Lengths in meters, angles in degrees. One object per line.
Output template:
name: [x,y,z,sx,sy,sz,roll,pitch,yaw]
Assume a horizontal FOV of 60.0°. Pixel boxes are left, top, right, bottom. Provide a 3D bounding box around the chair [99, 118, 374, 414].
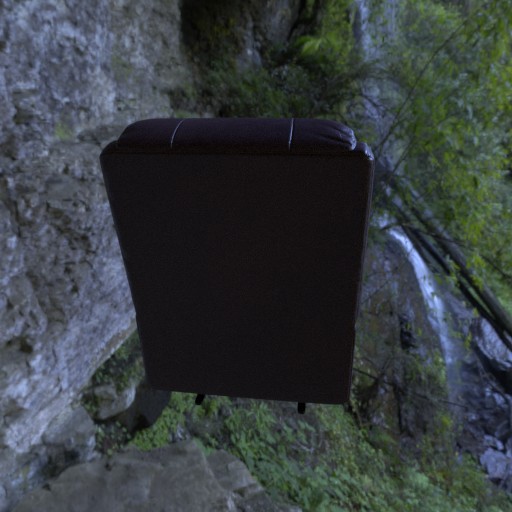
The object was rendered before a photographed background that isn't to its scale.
chair: [0.000,0.000,1.769,0.838,1.054,1.014,2,18,7]
